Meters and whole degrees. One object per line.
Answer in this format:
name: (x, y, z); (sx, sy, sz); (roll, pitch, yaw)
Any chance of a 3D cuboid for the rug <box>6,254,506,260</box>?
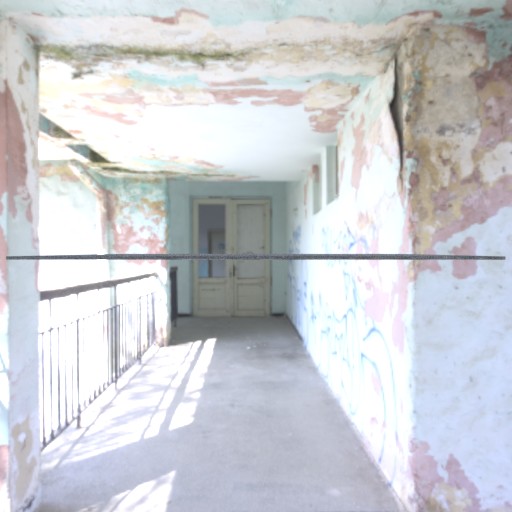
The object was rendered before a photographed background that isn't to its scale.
rug: (0.000, 0.000, 2.216); (1.819, 0.012, 1.208); (0, 1, 1)
